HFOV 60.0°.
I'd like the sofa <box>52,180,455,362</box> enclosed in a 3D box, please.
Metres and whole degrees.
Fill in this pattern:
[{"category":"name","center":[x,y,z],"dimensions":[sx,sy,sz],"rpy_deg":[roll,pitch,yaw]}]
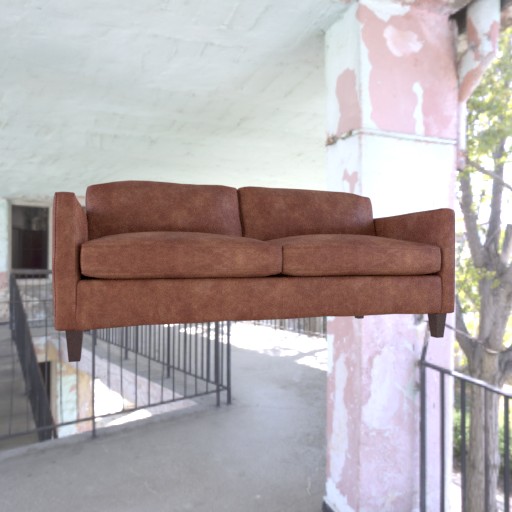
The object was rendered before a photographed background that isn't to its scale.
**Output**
[{"category":"sofa","center":[0.000,0.000,2.441],"dimensions":[1.971,0.863,0.923],"rpy_deg":[0,0,-18]}]
